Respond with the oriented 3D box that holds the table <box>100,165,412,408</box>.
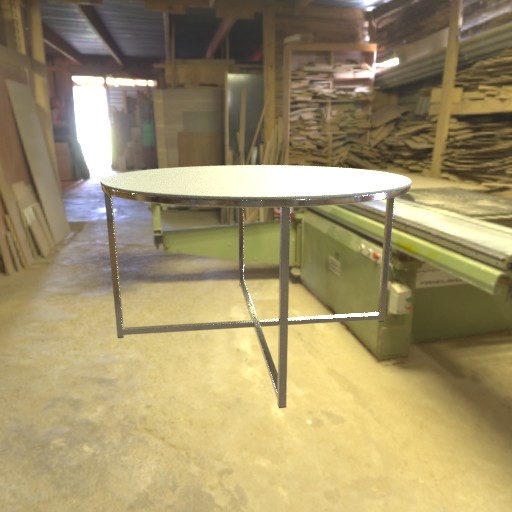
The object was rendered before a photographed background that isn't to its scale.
[{"bbox_3d":[0.000,0.000,1.261,0.800,0.450,0.800,0,16,0],"label":"table"}]
